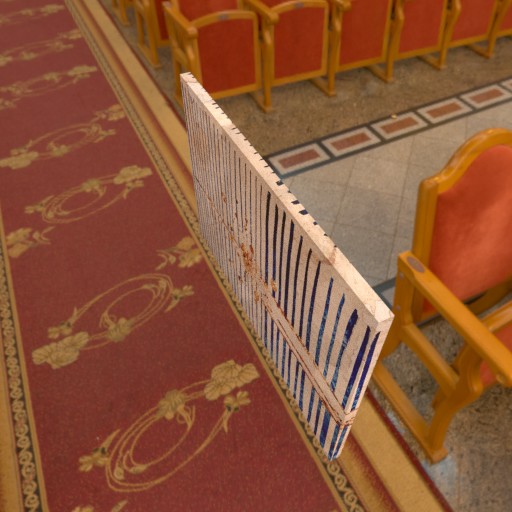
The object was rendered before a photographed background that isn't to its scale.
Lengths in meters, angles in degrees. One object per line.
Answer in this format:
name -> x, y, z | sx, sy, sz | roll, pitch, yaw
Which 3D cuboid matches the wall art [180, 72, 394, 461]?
wall art -> 0.000, 0.000, 1.177 | 0.030, 0.609, 0.919 | -19, 50, -17
